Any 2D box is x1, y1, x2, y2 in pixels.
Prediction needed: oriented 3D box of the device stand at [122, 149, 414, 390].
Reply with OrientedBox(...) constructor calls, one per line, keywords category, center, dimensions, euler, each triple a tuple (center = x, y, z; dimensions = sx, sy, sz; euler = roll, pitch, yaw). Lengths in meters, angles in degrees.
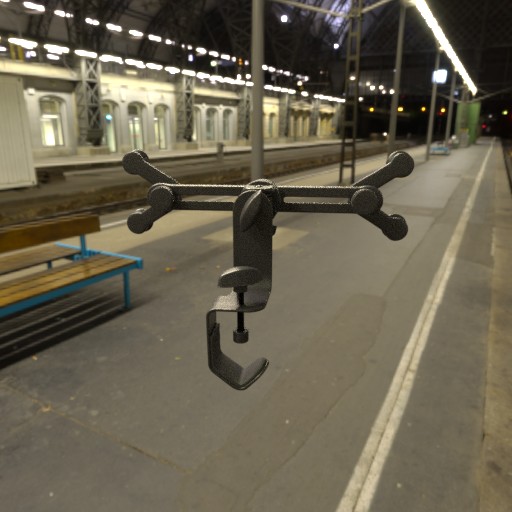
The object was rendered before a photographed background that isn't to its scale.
OrientedBox(category="device stand", center=(0.000, 0.000, 0.370), dimensions=(0.270, 0.166, 0.142), euler=(2, 16, 6))
